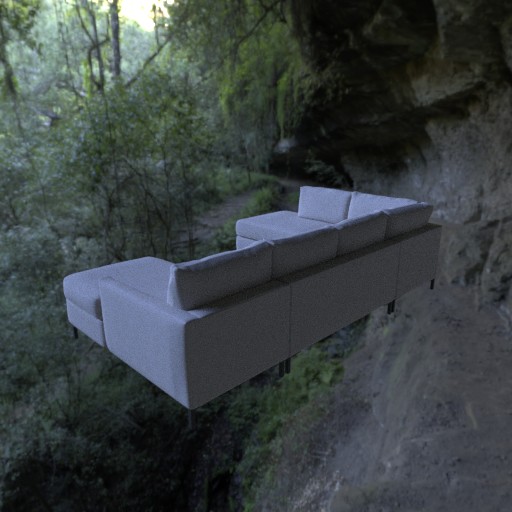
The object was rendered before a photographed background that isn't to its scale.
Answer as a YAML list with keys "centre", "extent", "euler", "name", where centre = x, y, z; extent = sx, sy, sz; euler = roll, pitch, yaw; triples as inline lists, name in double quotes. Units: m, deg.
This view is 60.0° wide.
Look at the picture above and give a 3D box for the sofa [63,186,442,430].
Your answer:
- centre: [0.000, 0.000, 3.810]
  extent: [2.984, 0.862, 1.989]
  euler: [-16, 23, -42]
  name: "sofa"
